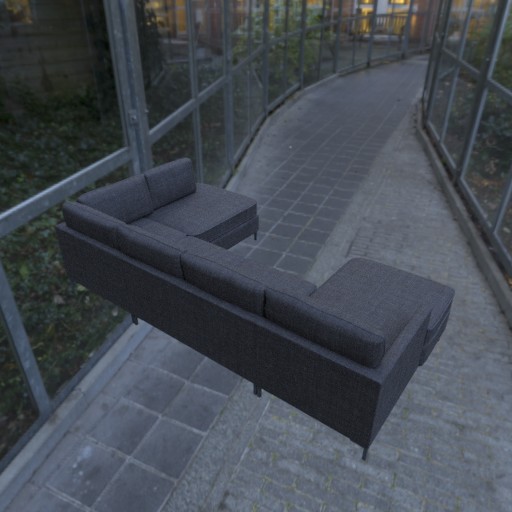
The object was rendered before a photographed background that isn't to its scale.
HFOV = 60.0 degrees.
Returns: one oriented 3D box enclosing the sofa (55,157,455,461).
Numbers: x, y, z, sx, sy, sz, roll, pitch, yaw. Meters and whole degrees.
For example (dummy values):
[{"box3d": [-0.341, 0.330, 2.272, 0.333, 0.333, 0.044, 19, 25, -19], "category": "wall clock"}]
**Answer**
[{"box3d": [0.000, 0.000, 4.229, 3.423, 0.999, 2.048, 21, 37, 31], "category": "sofa"}]
